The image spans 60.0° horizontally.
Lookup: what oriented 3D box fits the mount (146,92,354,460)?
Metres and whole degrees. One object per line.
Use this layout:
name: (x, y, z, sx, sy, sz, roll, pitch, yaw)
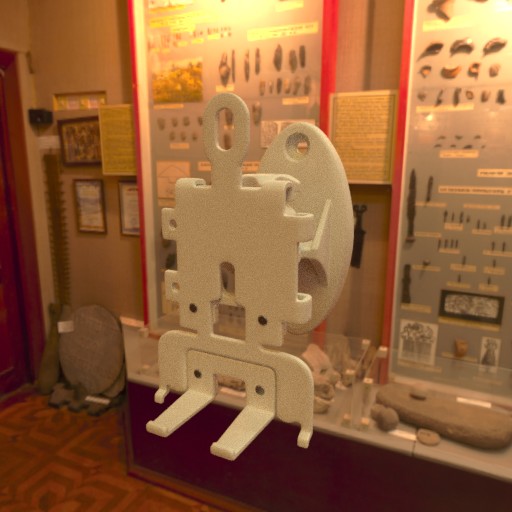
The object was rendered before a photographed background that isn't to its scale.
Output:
mount: (0.000, 0.000, 0.176, 0.066, 0.118, 0.100, 6, 14, 26)
